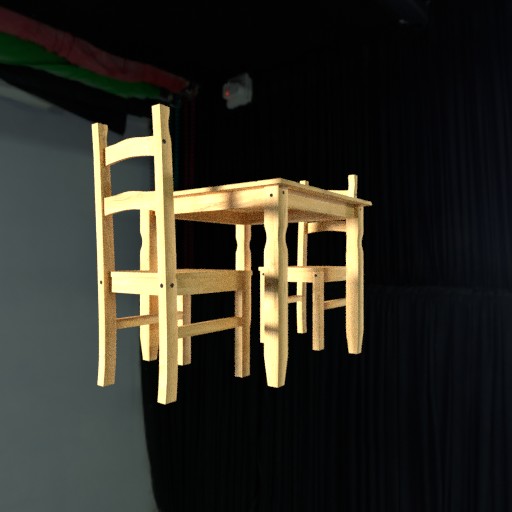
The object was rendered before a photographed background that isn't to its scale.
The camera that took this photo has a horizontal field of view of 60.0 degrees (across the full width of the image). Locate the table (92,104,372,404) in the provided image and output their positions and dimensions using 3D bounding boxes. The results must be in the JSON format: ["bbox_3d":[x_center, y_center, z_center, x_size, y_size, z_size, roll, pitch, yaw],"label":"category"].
[{"bbox_3d":[0.000,0.000,2.090,0.813,0.942,1.501,0,0,36],"label":"table"}]
